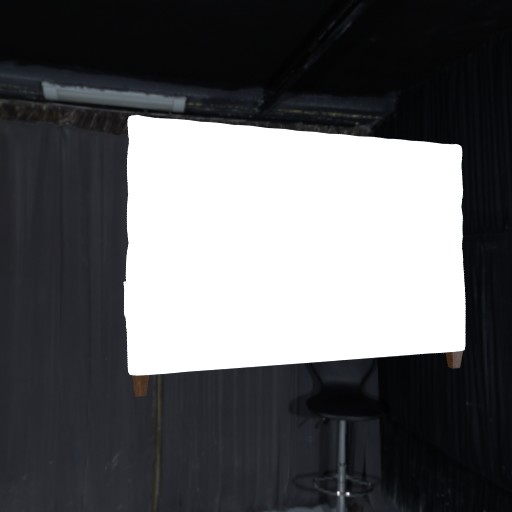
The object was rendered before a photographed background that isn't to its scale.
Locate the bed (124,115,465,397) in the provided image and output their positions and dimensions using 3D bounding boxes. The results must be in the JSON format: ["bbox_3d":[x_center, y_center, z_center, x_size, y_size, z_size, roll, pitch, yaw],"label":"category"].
[{"bbox_3d":[0.000,0.000,3.640,2.078,1.427,2.387,0,0,-17],"label":"bed"}]
